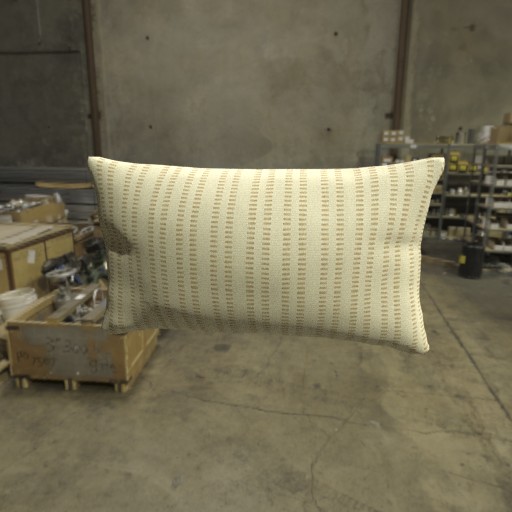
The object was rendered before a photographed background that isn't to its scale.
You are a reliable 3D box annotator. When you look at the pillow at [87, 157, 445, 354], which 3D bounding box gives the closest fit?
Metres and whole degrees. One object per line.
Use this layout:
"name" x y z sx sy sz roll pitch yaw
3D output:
"pillow" 0.000 0.000 0.809 0.640 0.353 0.210 2 14 8
